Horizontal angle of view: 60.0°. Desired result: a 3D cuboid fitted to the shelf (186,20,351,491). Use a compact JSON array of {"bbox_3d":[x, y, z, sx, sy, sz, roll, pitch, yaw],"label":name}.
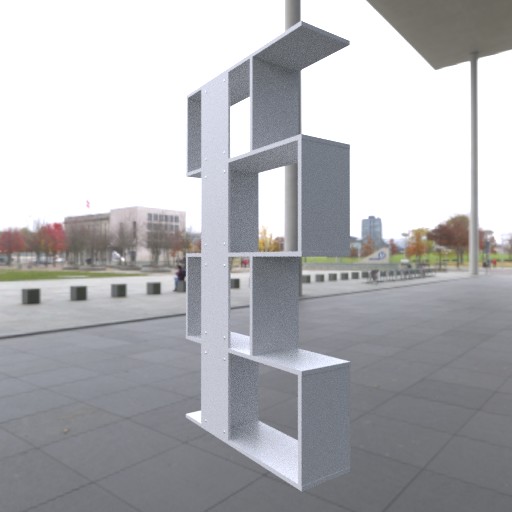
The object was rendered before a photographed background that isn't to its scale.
[{"bbox_3d":[0.000,0.000,1.985,0.250,1.650,0.890,0,0,-36],"label":"shelf"}]
